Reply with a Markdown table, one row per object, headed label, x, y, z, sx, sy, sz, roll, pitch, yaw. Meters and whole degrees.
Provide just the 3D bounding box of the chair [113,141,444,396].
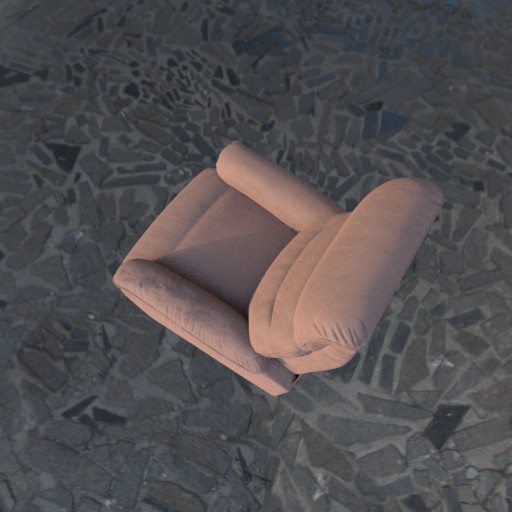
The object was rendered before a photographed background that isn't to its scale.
| label | x | y | z | sx | sy | sz | roll | pitch | yaw |
| --- | --- | --- | --- | --- | --- | --- | --- | --- | --- |
| chair | 0.000 | 0.000 | 1.763 | 1.004 | 1.037 | 0.820 | 30 | 67 | 15 |
